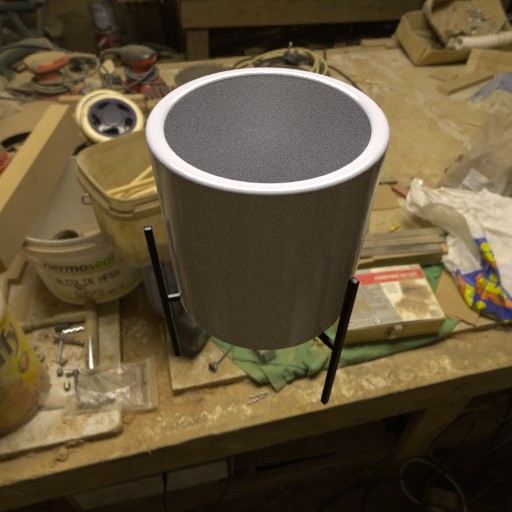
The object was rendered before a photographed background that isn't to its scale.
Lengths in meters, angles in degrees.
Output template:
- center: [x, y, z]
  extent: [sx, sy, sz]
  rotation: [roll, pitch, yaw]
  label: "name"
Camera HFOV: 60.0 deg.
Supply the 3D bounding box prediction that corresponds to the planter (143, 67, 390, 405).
- center: [0.000, 0.000, 0.526]
  extent: [0.239, 0.356, 0.239]
  rotation: [-9, 47, -8]
  label: "planter"
